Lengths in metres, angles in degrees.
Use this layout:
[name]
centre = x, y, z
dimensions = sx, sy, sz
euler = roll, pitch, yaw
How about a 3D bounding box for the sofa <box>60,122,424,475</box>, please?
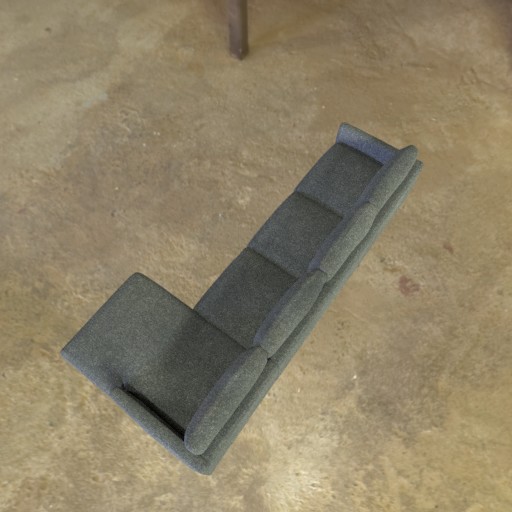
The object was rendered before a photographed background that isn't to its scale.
[sofa]
centre = 0.000, 0.000, 3.485
dimensions = 1.350, 0.810, 2.932
euler = 34, 68, 16
